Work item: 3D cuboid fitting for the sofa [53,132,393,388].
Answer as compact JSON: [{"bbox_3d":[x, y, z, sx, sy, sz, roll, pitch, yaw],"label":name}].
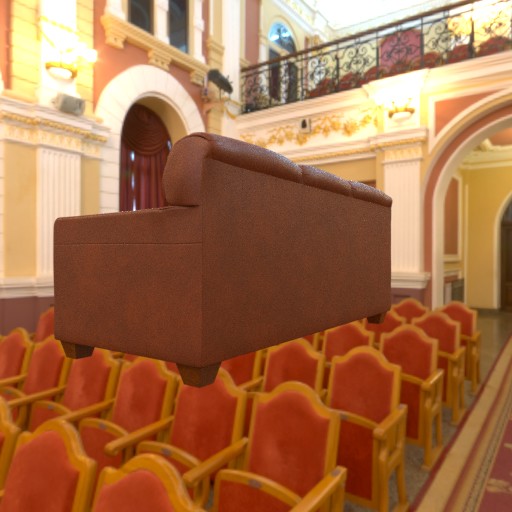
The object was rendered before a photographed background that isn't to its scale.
[{"bbox_3d":[0.000,0.000,2.626,1.008,0.953,2.039,0,0,35],"label":"sofa"}]
